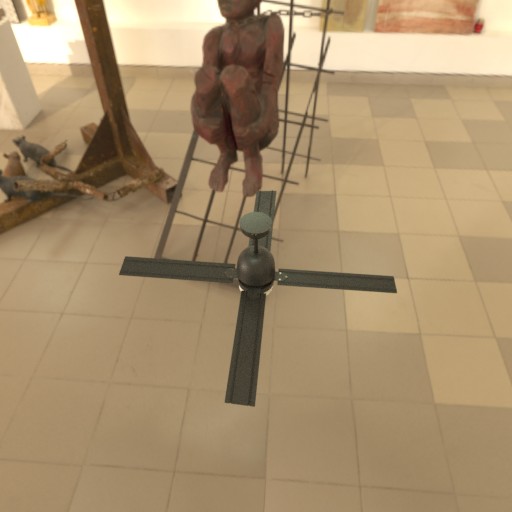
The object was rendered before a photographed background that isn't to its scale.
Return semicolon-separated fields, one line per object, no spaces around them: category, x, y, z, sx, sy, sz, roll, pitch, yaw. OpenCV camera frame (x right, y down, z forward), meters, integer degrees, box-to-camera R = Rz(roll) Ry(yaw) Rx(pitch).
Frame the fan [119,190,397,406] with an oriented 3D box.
fan;0.000;0.000;2.034;1.319;0.410;1.319;3;46;3
